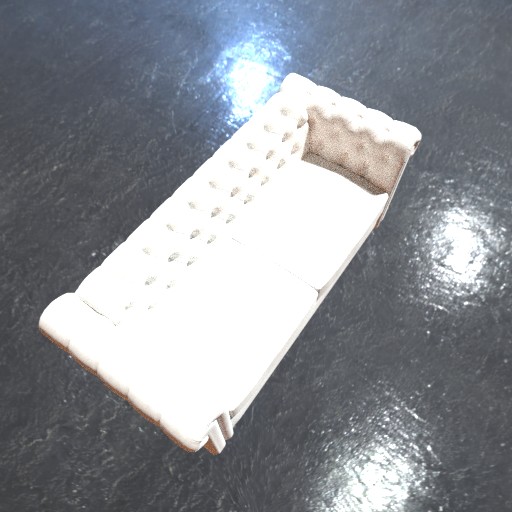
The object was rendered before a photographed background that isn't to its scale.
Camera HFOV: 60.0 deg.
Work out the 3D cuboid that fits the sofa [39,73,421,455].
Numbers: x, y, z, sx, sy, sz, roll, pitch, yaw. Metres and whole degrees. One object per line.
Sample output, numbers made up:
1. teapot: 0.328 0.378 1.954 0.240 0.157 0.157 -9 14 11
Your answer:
1. sofa: 0.000 0.000 2.217 0.771 0.796 1.798 32 64 17
